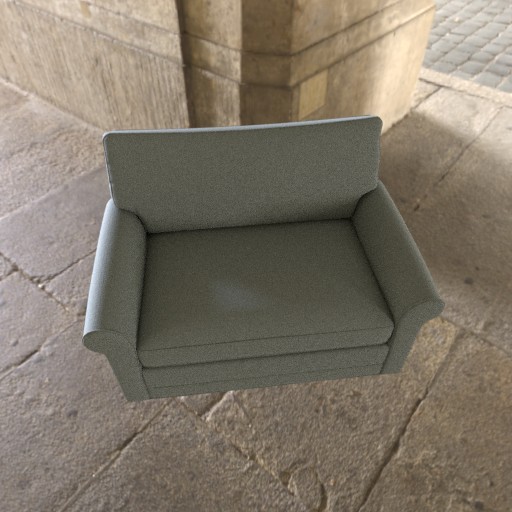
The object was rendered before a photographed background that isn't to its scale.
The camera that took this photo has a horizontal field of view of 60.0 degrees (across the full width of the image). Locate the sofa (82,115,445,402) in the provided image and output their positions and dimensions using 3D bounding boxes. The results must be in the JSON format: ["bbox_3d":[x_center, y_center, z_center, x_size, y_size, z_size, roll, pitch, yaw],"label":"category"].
[{"bbox_3d":[0.000,0.000,2.057,1.410,0.953,0.940,-5,46,-5],"label":"sofa"}]
